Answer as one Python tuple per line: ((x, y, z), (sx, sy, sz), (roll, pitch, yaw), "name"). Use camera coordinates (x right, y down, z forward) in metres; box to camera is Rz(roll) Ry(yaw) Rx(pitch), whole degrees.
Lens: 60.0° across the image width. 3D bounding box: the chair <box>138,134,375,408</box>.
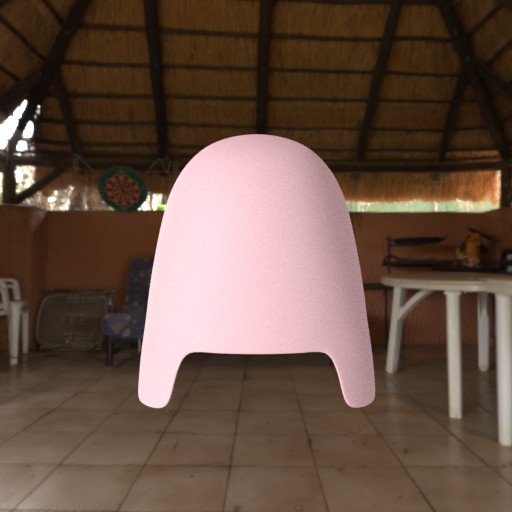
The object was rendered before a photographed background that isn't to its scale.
((0.000, 0.000, 0.869), (0.364, 0.423, 0.619), (0, -2, 0), "chair")
